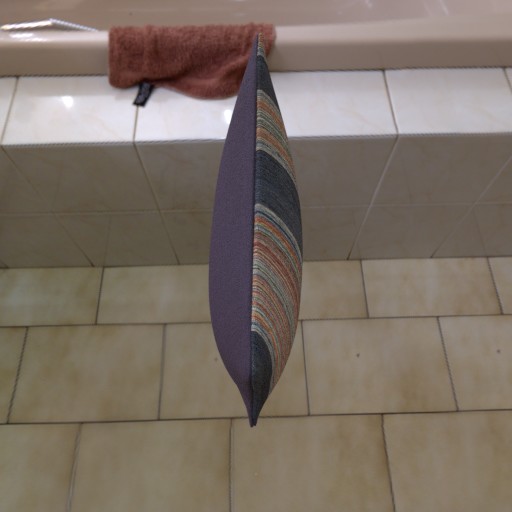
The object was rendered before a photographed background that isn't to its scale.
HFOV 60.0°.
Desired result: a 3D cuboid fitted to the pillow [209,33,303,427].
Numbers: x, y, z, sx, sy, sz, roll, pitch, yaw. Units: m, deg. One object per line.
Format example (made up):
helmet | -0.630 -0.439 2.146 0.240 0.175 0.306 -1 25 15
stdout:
pillow | 0.000 0.000 0.650 0.136 0.419 0.437 1 64 0
